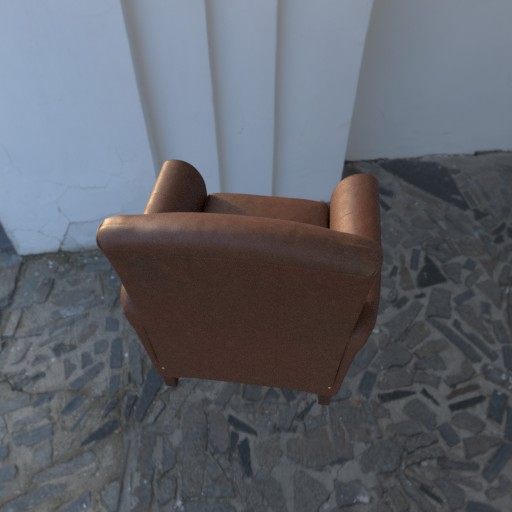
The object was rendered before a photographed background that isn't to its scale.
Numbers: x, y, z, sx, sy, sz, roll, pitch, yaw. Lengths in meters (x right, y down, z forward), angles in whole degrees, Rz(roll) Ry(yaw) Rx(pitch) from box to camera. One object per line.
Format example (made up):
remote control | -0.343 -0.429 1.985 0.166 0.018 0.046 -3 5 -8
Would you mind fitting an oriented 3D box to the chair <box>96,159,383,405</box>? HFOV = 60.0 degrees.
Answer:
chair | 0.000 0.000 1.749 0.978 1.061 0.902 5 47 5
